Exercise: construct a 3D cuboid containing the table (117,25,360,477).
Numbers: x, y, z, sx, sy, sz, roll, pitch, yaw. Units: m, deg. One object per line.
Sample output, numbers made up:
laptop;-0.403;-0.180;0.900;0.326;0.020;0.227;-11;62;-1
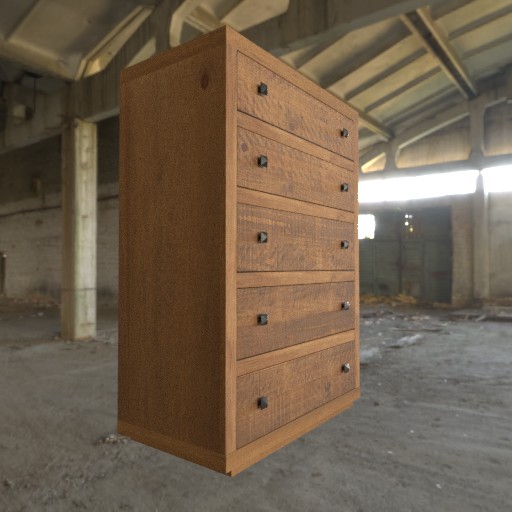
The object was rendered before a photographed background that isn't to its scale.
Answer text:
table;0.000;0.000;1.747;0.524;1.294;0.901;-1;-2;37
